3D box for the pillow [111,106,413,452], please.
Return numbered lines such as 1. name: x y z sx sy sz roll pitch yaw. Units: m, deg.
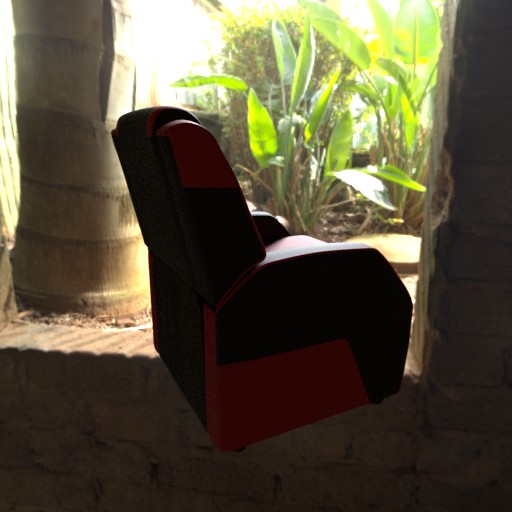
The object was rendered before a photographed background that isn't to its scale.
1. pillow: 0.000 0.000 1.295 0.672 0.805 0.620 -8 17 -26
